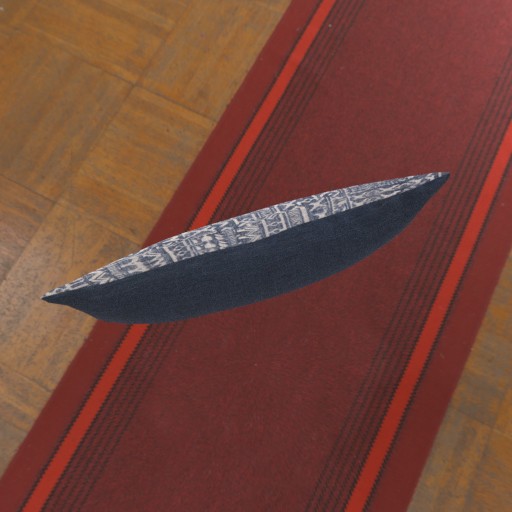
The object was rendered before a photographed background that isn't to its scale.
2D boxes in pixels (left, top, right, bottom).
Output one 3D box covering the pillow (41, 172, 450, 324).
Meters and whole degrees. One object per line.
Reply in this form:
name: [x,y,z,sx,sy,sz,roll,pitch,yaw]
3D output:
pillow: [0.000,0.000,0.765,0.631,0.292,0.148,-17,77,-4]
